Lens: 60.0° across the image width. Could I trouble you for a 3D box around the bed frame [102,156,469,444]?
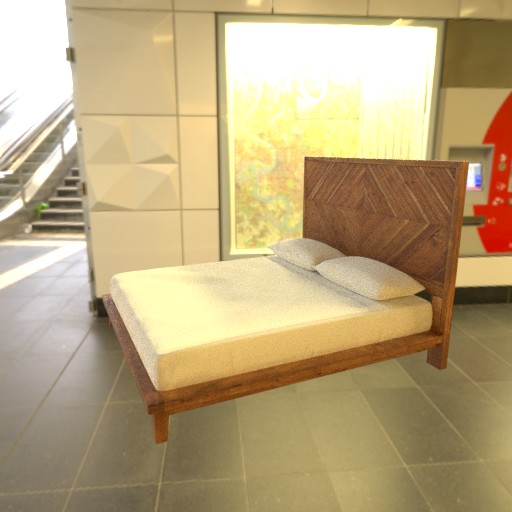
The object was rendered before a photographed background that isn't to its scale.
[{"bbox_3d":[0.000,0.000,3.615,2.235,1.537,2.038,-6,15,-24],"label":"bed frame"}]
